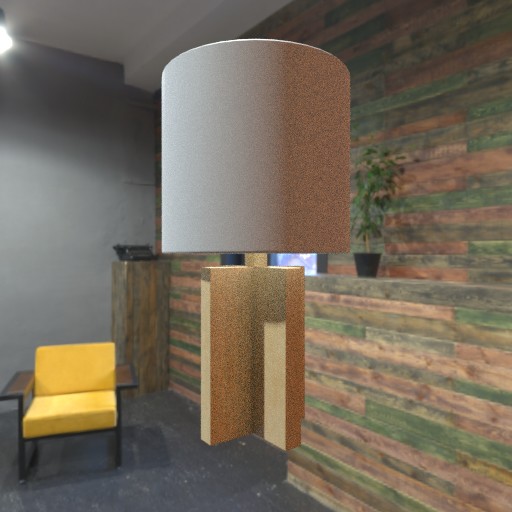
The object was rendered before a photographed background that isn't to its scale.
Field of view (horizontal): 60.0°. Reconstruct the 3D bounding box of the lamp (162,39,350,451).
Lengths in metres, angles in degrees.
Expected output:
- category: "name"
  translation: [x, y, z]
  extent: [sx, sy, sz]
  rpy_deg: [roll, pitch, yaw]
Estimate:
- category: "lamp"
  translation: [0.000, 0.000, 0.550]
  extent: [0.229, 0.428, 0.229]
  rpy_deg: [0, 0, -36]
